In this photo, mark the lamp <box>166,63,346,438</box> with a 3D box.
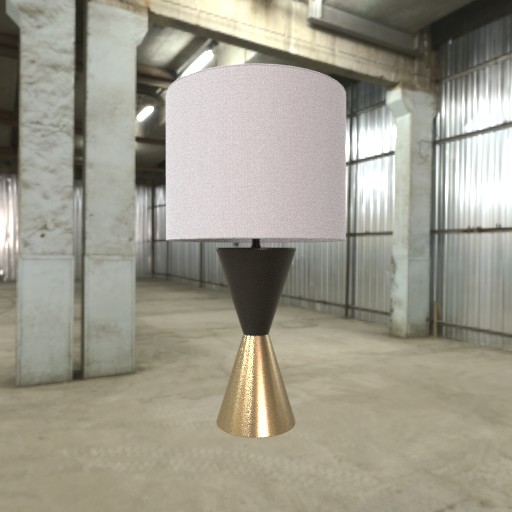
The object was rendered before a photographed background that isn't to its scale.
[{"bbox_3d":[0.000,0.000,0.766,0.304,0.573,0.304,0,1,-1],"label":"lamp"}]
